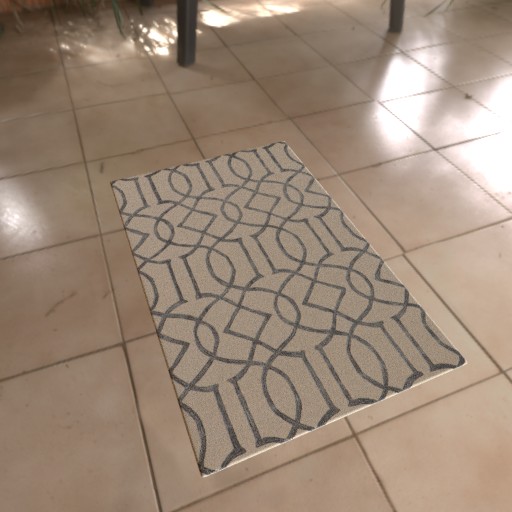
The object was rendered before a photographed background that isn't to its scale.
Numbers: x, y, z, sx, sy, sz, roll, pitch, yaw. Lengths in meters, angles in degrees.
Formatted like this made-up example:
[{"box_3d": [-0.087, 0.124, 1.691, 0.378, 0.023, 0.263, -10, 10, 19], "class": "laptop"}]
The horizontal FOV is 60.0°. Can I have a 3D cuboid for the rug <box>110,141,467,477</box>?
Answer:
[{"box_3d": [0.000, 0.000, 2.961, 1.521, 0.017, 2.365, -17, 49, -15], "class": "rug"}]
